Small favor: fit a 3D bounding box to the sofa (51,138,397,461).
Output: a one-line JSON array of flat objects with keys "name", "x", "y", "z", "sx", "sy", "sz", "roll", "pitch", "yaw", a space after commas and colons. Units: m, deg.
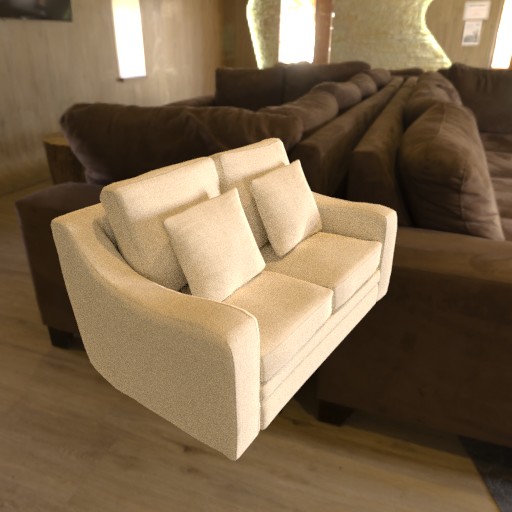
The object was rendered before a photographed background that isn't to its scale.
[{"name": "sofa", "x": 0.000, "y": 0.000, "z": 2.440, "sx": 1.040, "sy": 1.047, "sz": 1.744, "roll": 17, "pitch": 30, "yaw": 32}]
